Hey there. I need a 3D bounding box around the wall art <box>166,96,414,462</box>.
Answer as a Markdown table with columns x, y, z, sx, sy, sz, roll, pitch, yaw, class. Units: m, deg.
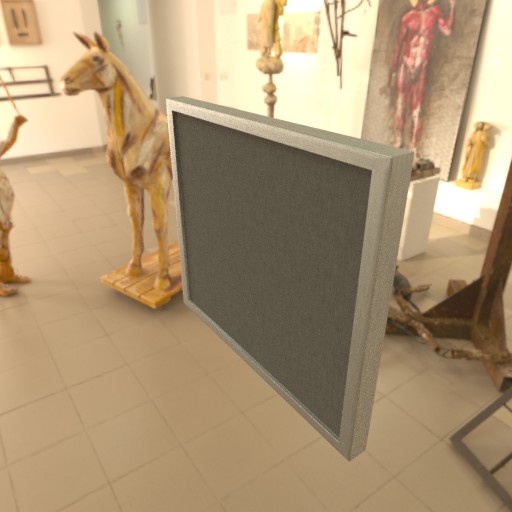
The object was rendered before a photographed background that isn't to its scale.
| x | y | z | sx | sy | sz | roll | pitch | yaw | class |
| --- | --- | --- | --- | --- | --- | --- | --- | --- | --- |
| 0.000 | 0.000 | 0.544 | 0.028 | 0.330 | 0.380 | -18 | 32 | -31 | wall art |
